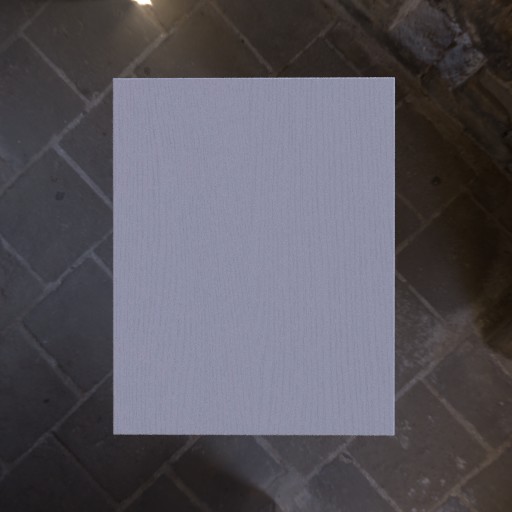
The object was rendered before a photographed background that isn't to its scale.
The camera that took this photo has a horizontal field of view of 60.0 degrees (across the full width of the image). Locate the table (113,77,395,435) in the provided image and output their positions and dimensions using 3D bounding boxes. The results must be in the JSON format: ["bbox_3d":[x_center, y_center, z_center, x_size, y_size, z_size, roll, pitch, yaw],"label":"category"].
[{"bbox_3d":[0.000,0.000,0.913,0.381,0.635,0.480,0,90,0],"label":"table"}]
